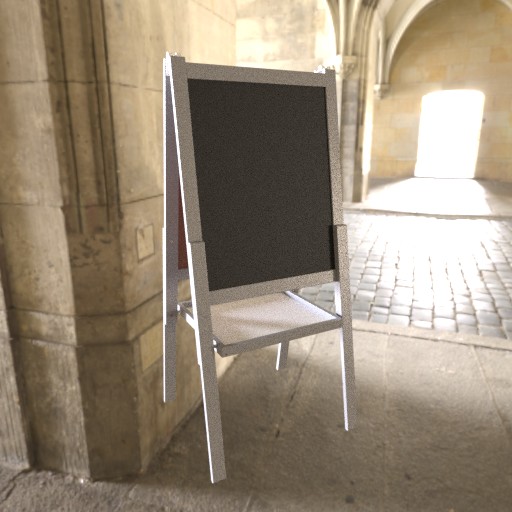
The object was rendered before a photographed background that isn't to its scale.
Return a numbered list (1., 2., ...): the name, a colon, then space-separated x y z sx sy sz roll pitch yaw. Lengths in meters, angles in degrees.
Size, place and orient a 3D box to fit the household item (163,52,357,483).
1. household item: 0.000 0.000 1.432 0.531 1.172 0.469 -8 17 -27
